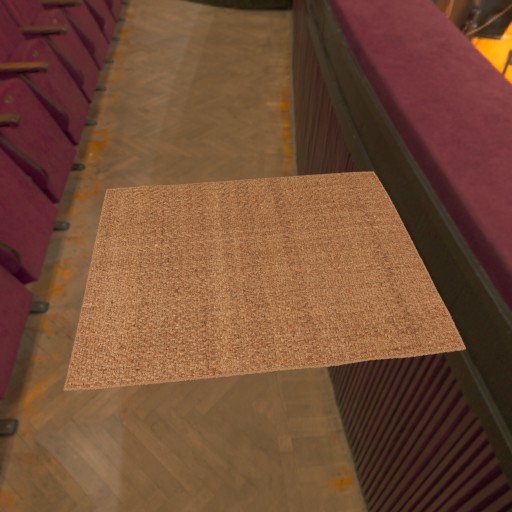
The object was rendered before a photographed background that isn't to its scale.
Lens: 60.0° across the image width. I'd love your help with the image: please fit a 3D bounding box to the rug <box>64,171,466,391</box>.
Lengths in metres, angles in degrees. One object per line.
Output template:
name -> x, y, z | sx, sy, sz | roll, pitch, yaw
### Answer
rug -> 0.000, 0.000, 4.133 | 3.048, 0.013, 2.439 | -5, 45, -5
